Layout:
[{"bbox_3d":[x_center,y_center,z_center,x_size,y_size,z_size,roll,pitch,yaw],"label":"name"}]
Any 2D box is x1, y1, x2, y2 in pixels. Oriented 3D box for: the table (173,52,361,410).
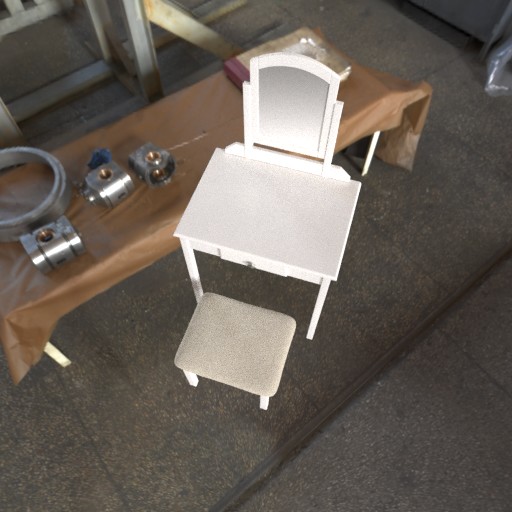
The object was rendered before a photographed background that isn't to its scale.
[{"bbox_3d":[0.000,0.000,2.368,0.876,1.631,1.211,15,61,9],"label":"table"}]
